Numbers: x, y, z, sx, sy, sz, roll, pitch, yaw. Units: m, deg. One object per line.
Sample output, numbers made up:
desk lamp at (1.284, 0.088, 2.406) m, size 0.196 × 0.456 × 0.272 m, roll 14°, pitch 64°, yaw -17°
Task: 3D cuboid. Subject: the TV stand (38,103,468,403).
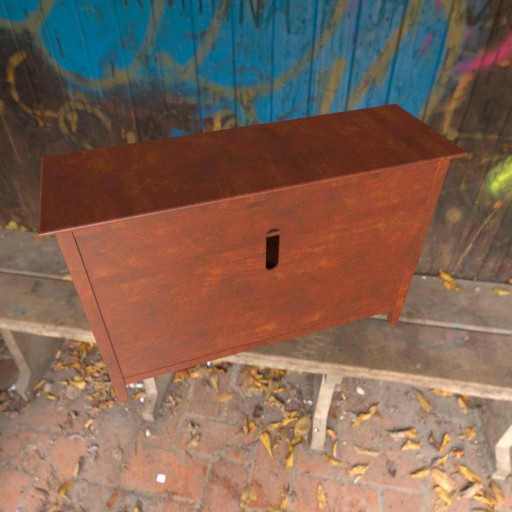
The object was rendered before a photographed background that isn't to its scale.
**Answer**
TV stand at (0.000, 0.000, 1.797) m, size 1.372 × 0.915 × 0.445 m, roll -13°, pitch 43°, yaw -14°
